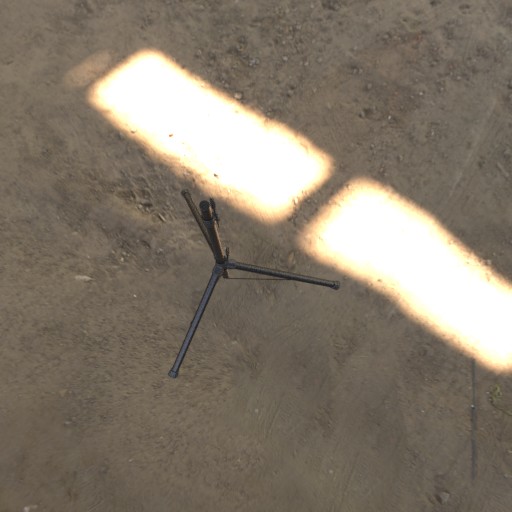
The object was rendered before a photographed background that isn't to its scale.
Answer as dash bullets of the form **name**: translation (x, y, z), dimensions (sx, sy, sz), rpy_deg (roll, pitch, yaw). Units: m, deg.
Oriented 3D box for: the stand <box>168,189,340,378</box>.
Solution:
- **stand**: translation (0.000, 0.000, 1.874), dimensions (0.907, 1.136, 1.045), rpy_deg (3, 75, 1)
